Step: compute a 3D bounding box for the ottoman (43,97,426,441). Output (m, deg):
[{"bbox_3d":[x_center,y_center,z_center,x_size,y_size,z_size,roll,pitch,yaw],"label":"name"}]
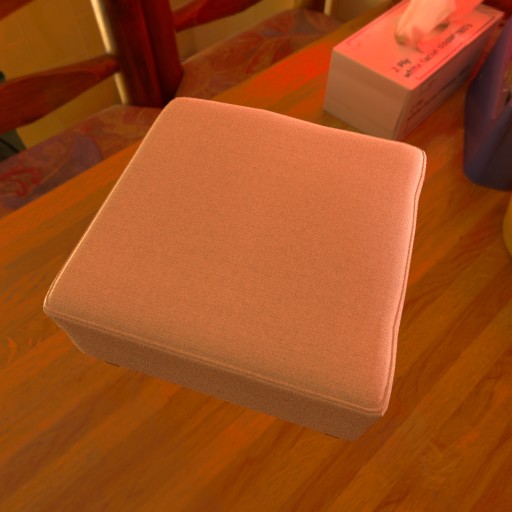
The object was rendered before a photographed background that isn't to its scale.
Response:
[{"bbox_3d":[0.000,0.000,1.350,0.838,0.503,0.838,15,59,9],"label":"ottoman"}]
